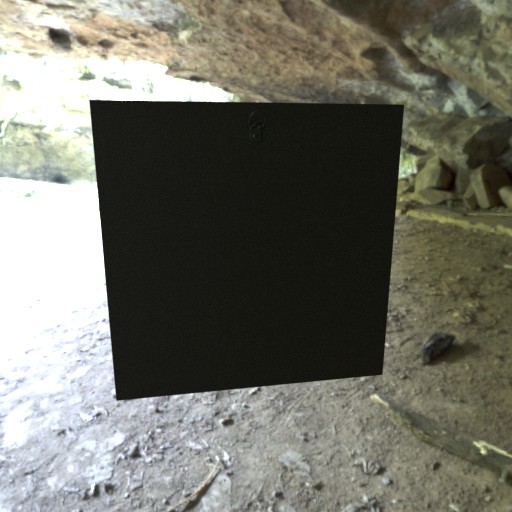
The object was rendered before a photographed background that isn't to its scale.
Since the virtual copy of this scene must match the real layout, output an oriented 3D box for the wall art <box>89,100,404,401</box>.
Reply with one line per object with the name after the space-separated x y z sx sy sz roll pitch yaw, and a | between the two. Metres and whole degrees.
0.000 0.000 0.532 0.349 0.349 0.038 -3 15 -10 | wall art
